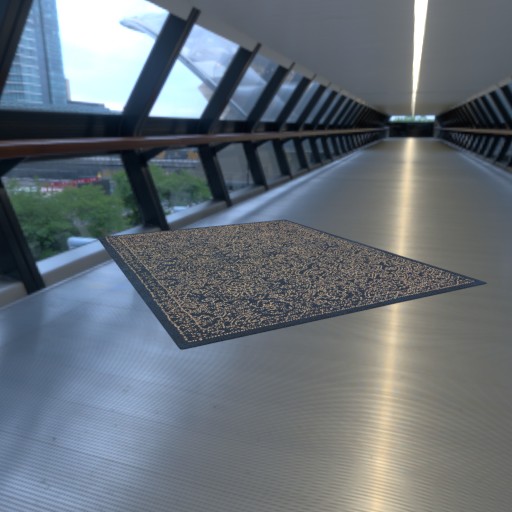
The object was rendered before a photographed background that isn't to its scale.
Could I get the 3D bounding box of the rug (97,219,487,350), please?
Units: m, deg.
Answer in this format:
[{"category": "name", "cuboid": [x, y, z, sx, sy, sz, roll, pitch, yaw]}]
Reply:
[{"category": "rug", "cuboid": [0.000, 0.000, 4.170, 2.438, 0.010, 3.048, -7, 17, -26]}]
